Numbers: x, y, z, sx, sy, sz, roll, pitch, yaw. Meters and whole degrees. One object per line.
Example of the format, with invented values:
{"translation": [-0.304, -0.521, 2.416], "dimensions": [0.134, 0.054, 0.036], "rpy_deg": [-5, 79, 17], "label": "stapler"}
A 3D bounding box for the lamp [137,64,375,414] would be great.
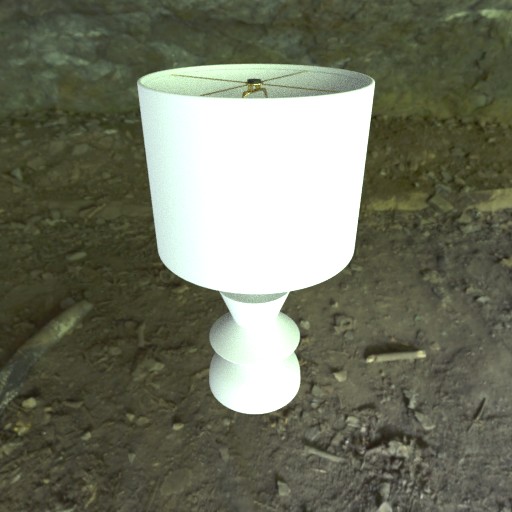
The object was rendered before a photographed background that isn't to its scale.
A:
{"translation": [0.000, 0.000, 0.707], "dimensions": [0.301, 0.533, 0.301], "rpy_deg": [18, 34, 29], "label": "lamp"}
